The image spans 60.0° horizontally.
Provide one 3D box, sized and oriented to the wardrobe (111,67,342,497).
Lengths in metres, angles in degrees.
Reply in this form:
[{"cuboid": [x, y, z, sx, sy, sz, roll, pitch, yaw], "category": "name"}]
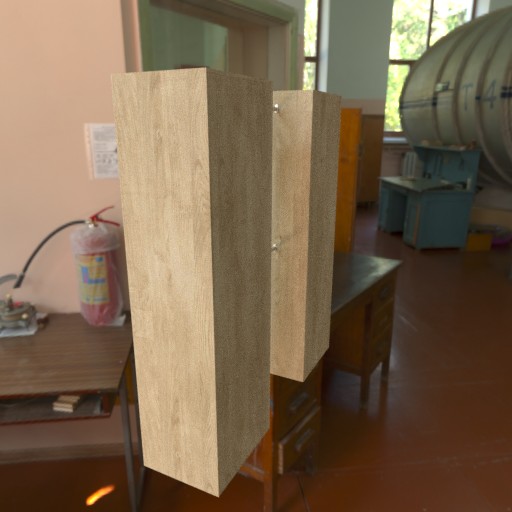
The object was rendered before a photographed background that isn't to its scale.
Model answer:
[{"cuboid": [0.000, 0.000, 2.807, 0.480, 2.000, 1.770, 8, 18, 26], "category": "wardrobe"}]
